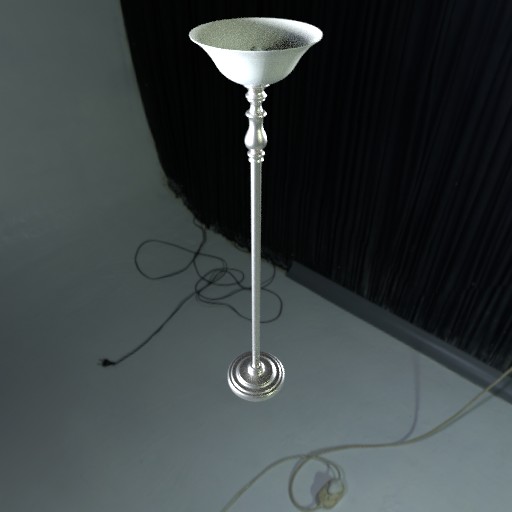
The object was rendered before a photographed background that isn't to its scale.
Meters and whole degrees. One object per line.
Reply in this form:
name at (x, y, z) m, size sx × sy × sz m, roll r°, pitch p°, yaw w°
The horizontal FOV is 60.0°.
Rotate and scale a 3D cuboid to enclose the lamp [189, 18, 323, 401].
lamp at (0.000, 0.000, 1.918) m, size 0.405 × 1.771 × 0.405 m, roll 25°, pitch 46°, yaw 27°
